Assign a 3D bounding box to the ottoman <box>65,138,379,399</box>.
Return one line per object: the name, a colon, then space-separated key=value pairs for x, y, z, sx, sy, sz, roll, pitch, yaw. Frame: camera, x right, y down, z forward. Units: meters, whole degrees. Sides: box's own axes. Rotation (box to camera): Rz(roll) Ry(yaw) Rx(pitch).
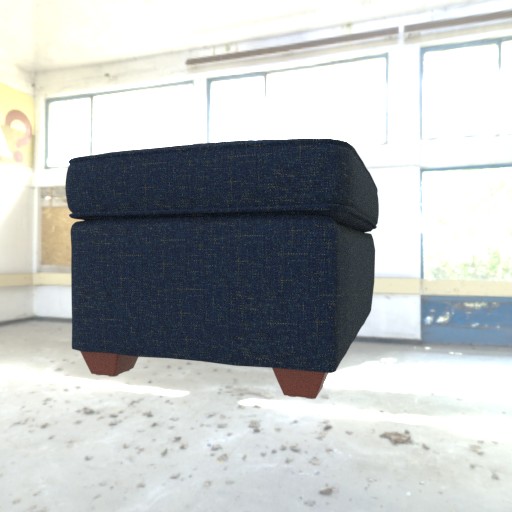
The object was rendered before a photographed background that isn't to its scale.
ottoman: x=0.000 y=0.000 z=1.088 sx=0.549 sy=0.450 sz=0.749 roll=0 pitch=1 yaw=19
